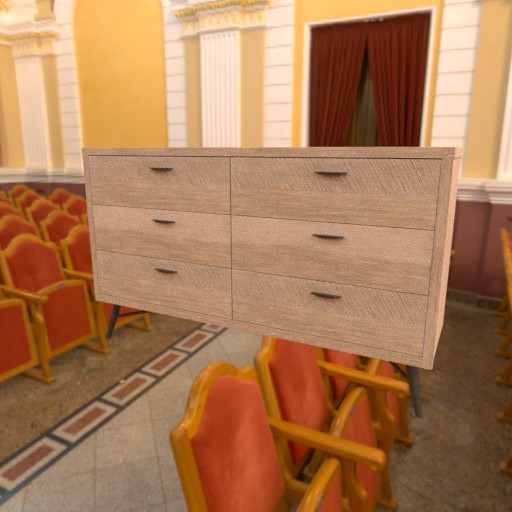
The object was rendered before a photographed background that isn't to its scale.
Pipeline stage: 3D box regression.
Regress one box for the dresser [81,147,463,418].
[{"bbox_3d":[0.000,0.000,1.921,1.524,0.914,0.457,7,15,26],"label":"dresser"}]
